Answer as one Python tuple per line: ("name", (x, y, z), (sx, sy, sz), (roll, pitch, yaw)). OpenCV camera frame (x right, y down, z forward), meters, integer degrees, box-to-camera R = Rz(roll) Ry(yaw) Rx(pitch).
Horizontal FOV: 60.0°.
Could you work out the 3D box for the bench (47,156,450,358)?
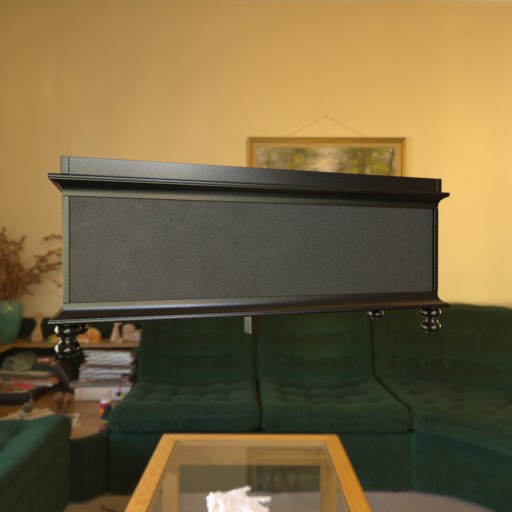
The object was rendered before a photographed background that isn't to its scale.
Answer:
("bench", (0.000, 0.000, 1.442), (1.185, 0.501, 0.402), (0, 1, -18))
